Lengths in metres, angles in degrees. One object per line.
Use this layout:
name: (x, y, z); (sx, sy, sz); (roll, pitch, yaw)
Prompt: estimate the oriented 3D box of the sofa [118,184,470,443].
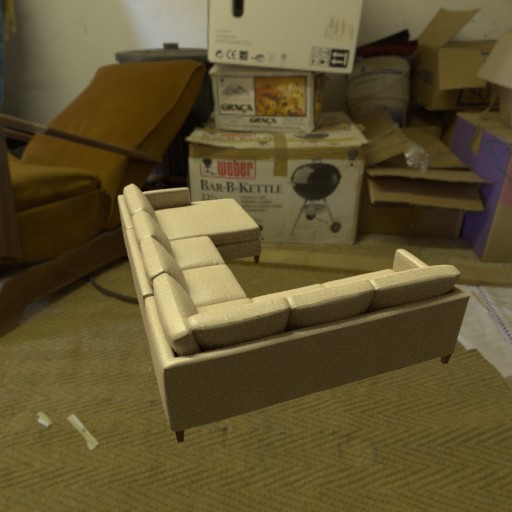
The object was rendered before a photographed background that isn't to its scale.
sofa: (0.000, 0.000, 4.821); (2.594, 0.961, 3.460); (-10, 30, -18)
